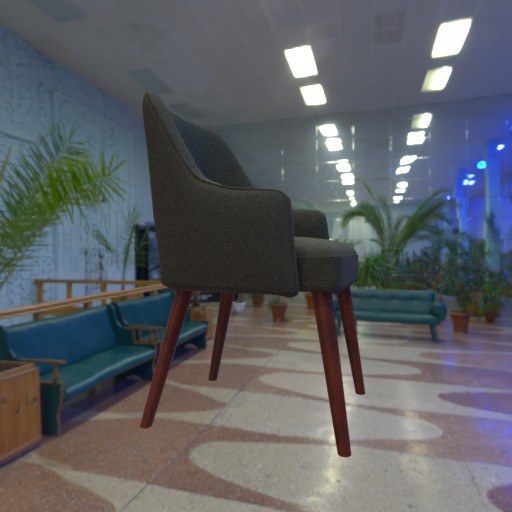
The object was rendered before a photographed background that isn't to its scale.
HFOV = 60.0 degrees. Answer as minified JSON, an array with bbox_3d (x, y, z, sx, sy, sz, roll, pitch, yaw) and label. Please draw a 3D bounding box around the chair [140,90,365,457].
[{"bbox_3d":[0.000,0.000,1.221,0.560,0.838,0.559,0,1,18],"label":"chair"}]
